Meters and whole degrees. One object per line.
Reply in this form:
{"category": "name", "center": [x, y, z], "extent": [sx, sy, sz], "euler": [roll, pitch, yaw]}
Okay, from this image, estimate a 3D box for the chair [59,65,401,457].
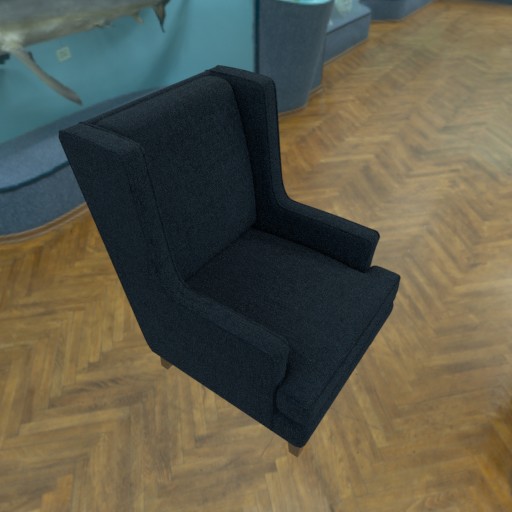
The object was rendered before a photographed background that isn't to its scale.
{"category": "chair", "center": [0.000, 0.000, 1.698], "extent": [0.947, 1.072, 0.764], "euler": [25, 46, 26]}
